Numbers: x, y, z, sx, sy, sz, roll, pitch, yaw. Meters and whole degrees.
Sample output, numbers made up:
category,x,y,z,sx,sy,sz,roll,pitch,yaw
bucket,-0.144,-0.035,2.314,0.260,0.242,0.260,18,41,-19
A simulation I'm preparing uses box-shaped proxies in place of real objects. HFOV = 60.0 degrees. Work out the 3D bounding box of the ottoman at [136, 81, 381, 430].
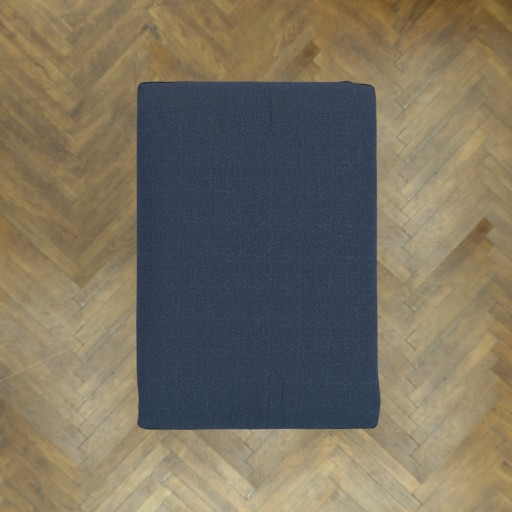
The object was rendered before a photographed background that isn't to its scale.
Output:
category,x,y,z,sx,sy,sz,roll,pitch,yaw
ottoman,0.000,0.000,1.120,0.558,0.486,0.767,0,89,0
